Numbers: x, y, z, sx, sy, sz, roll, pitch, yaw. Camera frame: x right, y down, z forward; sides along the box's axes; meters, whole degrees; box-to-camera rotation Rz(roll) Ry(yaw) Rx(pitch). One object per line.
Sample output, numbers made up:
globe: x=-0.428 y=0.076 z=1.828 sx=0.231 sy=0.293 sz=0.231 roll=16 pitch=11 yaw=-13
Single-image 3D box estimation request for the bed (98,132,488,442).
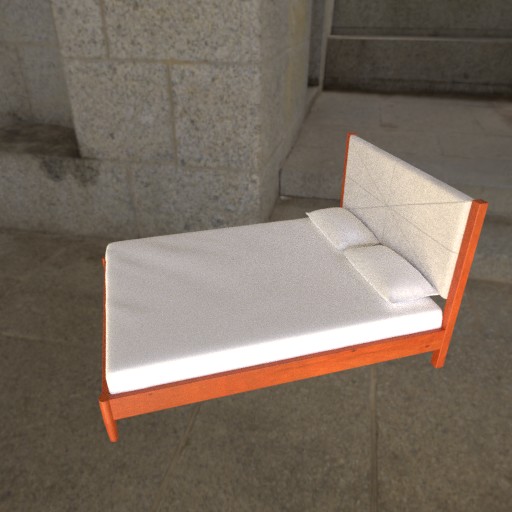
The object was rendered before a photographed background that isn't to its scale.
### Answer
bed: x=0.000 y=0.000 z=3.025 sx=2.117 sy=1.165 sz=1.566 roll=-8 pitch=31 yaw=-14
